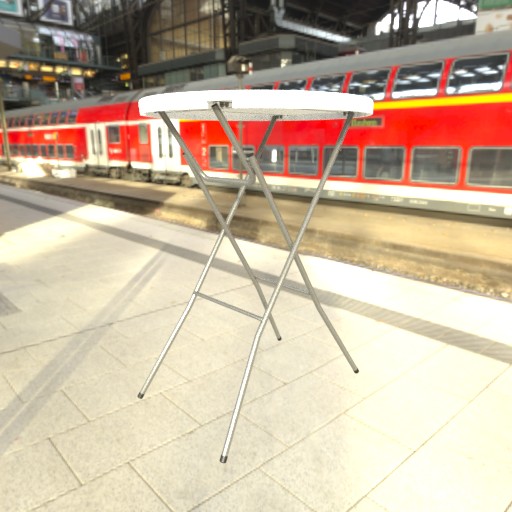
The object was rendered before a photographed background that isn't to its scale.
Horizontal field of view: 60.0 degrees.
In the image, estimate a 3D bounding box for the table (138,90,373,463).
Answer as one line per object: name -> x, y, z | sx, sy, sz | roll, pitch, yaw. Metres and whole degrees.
table -> 0.000, 0.000, 1.682 | 0.795, 1.105, 0.792 | -14, 20, -42
